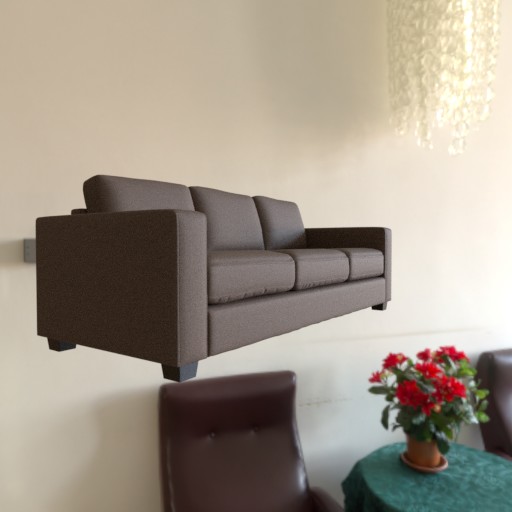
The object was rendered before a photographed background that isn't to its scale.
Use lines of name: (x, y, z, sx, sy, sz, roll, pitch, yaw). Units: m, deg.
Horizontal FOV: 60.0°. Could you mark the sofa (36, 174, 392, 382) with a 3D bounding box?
sofa: (0.000, 0.000, 2.579, 0.900, 0.806, 2.160, 1, 2, 35)
